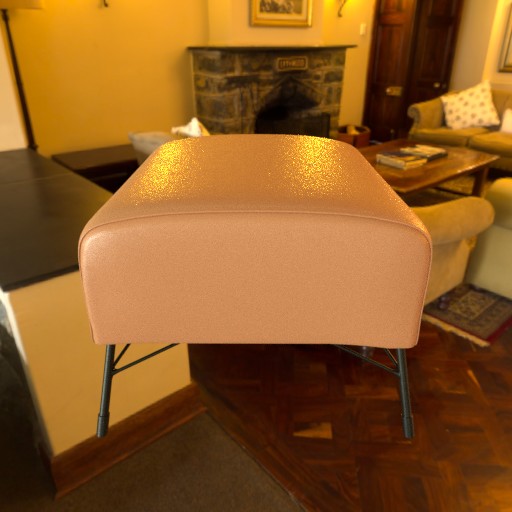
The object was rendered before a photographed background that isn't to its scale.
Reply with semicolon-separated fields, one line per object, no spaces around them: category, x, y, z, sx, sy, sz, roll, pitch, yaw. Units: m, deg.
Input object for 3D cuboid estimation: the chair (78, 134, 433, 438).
chair;0.000;0.000;0.879;0.530;0.410;0.530;0;26;0
